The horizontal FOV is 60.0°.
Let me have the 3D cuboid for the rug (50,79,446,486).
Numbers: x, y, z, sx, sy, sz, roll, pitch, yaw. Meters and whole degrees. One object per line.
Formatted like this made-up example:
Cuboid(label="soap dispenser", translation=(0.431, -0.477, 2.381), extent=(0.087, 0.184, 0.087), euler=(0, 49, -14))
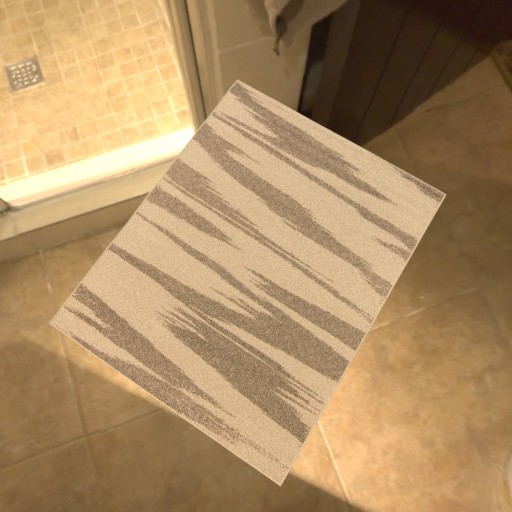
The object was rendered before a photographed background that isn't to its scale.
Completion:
Cuboid(label="rug", translation=(0.000, 0.000, 3.977), extent=(2.353, 0.014, 2.945), euler=(32, 76, 9))
